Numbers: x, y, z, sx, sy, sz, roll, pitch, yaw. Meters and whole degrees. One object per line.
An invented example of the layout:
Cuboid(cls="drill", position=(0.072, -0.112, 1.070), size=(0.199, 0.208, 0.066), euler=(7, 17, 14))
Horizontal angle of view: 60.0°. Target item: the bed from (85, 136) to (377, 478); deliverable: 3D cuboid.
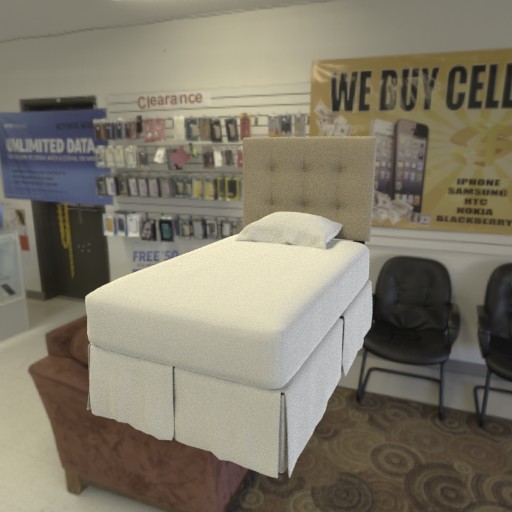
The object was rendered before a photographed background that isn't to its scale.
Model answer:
Cuboid(cls="bed", position=(0.000, 0.000, 2.960), size=(1.261, 1.571, 1.997), euler=(7, 15, 25))
